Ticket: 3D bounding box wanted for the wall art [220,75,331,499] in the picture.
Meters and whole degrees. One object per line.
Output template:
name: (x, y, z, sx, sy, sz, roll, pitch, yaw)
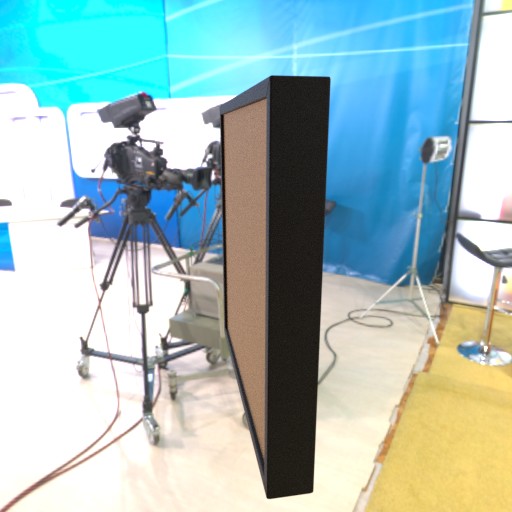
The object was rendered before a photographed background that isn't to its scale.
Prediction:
wall art: (0.000, 0.000, 0.448, 0.037, 0.305, 0.305, -3, 16, -10)
